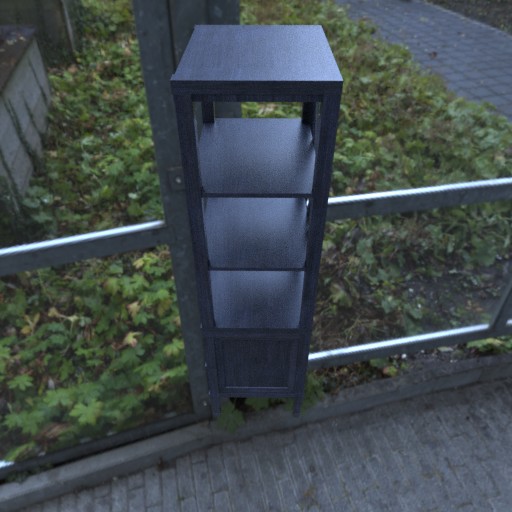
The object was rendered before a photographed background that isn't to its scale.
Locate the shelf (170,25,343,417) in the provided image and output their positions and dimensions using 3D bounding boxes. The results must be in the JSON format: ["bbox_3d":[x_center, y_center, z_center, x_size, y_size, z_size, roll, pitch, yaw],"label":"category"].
[{"bbox_3d":[0.000,0.000,1.963,0.472,1.727,0.584,0,40,0],"label":"shelf"}]
